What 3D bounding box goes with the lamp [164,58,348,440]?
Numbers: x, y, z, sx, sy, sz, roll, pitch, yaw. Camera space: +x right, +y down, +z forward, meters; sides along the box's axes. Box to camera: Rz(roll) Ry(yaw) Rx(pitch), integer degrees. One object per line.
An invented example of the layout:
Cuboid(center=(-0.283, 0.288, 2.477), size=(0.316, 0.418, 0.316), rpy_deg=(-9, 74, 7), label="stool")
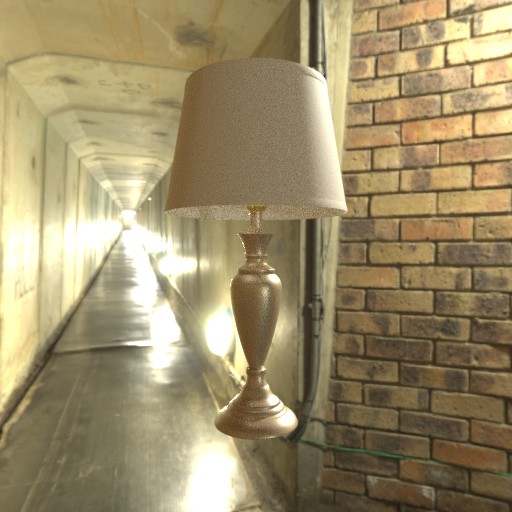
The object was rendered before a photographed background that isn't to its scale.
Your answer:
Cuboid(center=(0.000, 0.000, 0.811), size=(0.328, 0.612, 0.328), rpy_deg=(0, 1, 0), label="lamp")
